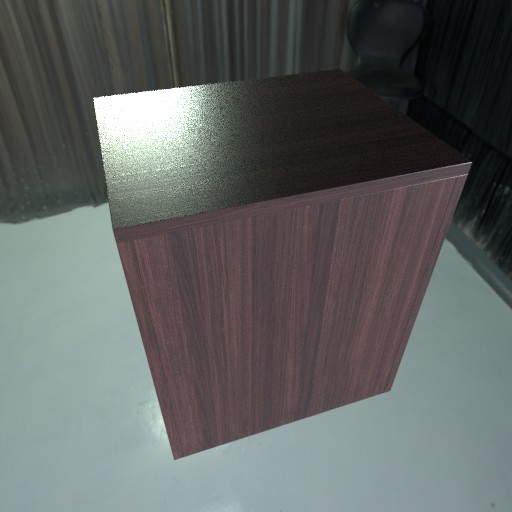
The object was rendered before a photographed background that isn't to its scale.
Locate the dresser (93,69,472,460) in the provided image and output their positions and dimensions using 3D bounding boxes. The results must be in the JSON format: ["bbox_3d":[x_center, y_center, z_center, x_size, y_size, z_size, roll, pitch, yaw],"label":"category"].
[{"bbox_3d":[0.000,0.000,0.740,0.400,0.470,0.360,-12,42,-14],"label":"dresser"}]
